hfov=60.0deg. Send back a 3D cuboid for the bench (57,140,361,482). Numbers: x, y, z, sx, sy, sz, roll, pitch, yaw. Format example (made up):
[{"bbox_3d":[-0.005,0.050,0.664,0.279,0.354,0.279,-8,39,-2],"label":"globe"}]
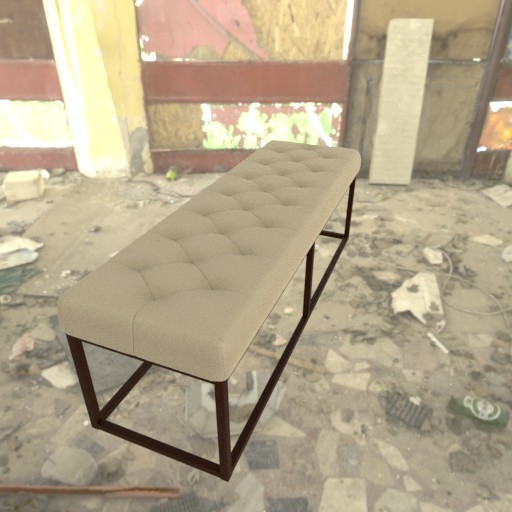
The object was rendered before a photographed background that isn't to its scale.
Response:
[{"bbox_3d":[0.000,0.000,1.697,0.479,0.488,1.488,12,33,19],"label":"bench"}]
